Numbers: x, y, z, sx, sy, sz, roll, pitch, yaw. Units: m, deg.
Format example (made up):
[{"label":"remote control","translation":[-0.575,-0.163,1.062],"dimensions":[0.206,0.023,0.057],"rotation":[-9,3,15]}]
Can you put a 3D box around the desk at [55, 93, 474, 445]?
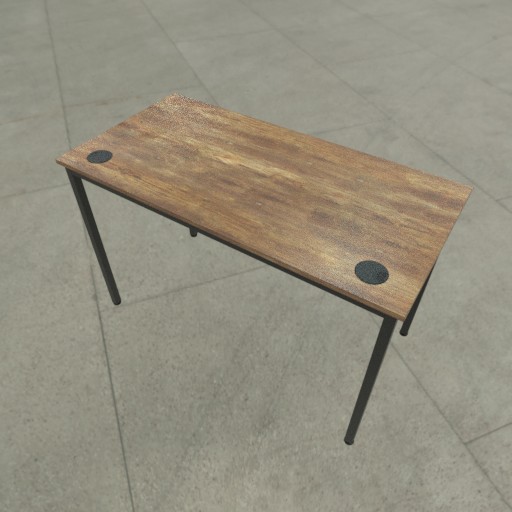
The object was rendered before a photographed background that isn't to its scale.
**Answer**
[{"label":"desk","translation":[0.000,0.000,1.672],"dimensions":[1.200,0.749,0.600],"rotation":[25,50,23]}]
